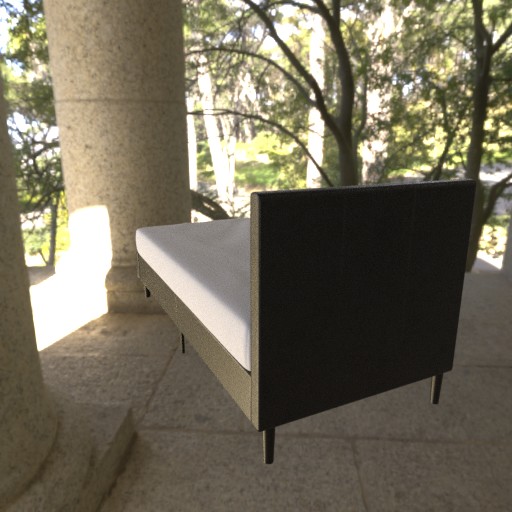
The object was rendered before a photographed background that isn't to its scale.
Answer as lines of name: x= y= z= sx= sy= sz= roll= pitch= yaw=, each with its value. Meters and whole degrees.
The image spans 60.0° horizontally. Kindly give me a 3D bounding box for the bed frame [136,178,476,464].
bed frame: x=0.000 y=0.000 z=2.519 sx=1.038 sy=1.046 sz=2.152 roll=-7 pitch=17 yaw=-25
